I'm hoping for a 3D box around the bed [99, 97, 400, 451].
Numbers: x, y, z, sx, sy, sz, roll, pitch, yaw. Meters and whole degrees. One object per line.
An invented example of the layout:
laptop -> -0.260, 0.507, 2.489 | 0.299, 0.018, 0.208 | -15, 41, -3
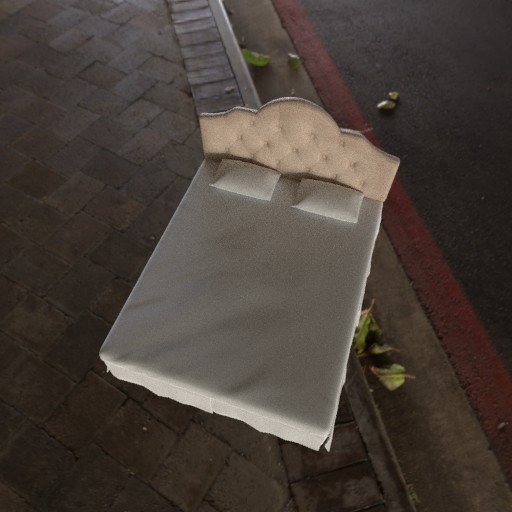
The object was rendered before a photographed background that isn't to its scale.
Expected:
bed -> 0.000, 0.000, 3.090 | 1.667, 1.194, 1.970 | 16, 59, 10
